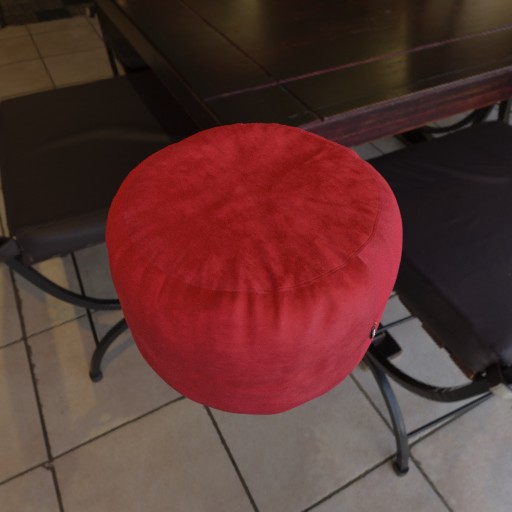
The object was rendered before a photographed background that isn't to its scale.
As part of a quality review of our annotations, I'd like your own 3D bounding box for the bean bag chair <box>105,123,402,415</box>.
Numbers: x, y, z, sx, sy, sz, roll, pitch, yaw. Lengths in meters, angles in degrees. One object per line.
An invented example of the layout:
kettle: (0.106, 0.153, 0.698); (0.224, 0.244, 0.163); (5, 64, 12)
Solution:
bean bag chair: (0.000, 0.000, 1.970); (1.219, 0.762, 1.219); (0, 47, 0)
